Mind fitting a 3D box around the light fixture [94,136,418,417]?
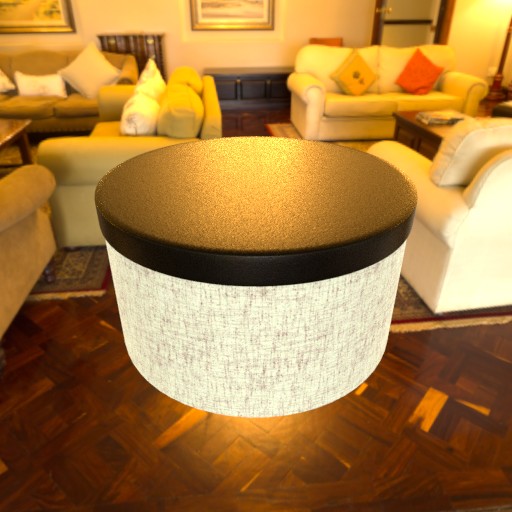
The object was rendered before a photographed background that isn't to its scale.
[{"bbox_3d":[0.000,0.000,0.615,0.389,0.229,0.389,0,30,0],"label":"light fixture"}]
